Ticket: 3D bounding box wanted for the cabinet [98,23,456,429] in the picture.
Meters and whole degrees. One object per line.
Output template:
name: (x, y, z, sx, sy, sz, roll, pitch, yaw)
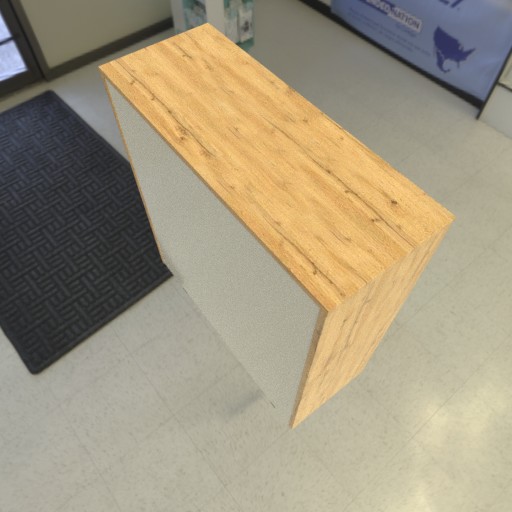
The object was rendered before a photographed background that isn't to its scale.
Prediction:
cabinet: (0.000, 0.000, 1.931, 0.473, 1.397, 1.168, -33, 63, -19)
